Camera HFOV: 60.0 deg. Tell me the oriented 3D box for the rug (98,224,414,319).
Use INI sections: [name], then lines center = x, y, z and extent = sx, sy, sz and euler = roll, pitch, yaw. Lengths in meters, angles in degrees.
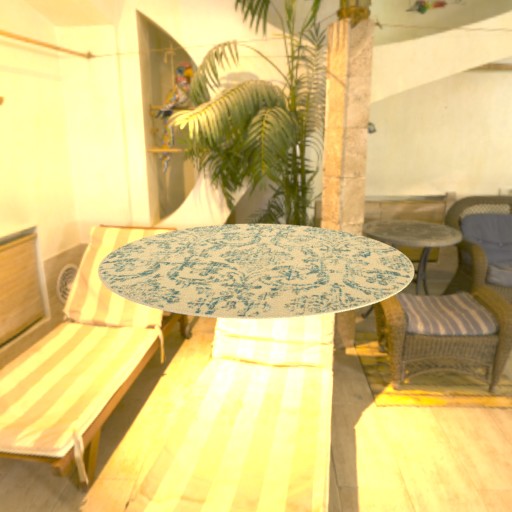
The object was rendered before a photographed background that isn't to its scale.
[rug]
center = 0.000, 0.000, 2.358
extent = 1.593, 0.012, 1.593
euler = 0, 16, 0
